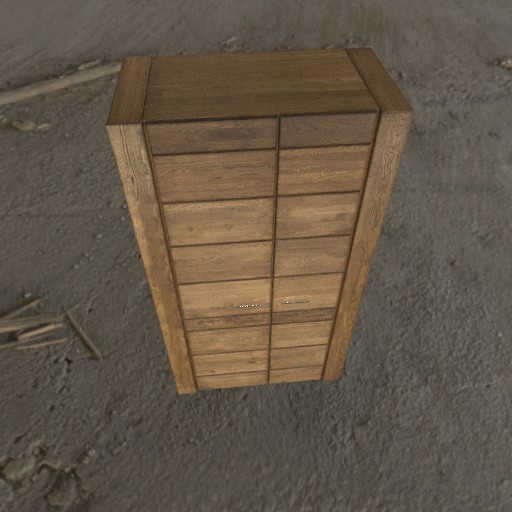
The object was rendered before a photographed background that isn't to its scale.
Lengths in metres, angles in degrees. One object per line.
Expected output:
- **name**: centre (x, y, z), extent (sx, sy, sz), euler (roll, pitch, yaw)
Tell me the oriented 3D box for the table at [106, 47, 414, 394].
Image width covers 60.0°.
- **table**: centre (0.000, 0.000, 2.485), extent (1.100, 2.000, 0.600), euler (-4, 46, -4)
